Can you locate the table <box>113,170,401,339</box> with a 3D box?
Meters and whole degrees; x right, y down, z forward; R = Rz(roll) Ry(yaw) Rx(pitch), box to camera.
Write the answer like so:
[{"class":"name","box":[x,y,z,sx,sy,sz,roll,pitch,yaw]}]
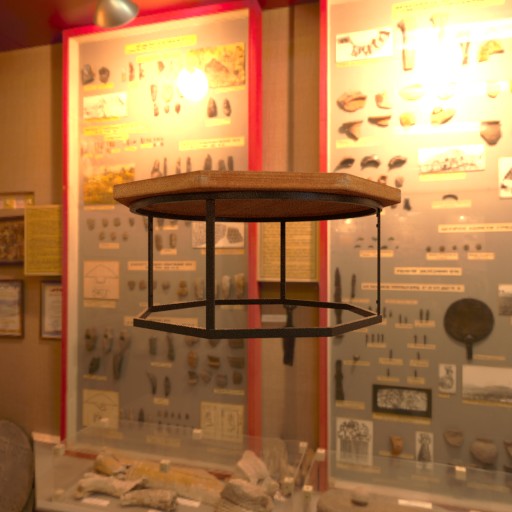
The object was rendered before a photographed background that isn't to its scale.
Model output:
[{"class":"table","box":[0.000,0.000,1.610,1.002,0.444,1.002,0,0,0]}]
